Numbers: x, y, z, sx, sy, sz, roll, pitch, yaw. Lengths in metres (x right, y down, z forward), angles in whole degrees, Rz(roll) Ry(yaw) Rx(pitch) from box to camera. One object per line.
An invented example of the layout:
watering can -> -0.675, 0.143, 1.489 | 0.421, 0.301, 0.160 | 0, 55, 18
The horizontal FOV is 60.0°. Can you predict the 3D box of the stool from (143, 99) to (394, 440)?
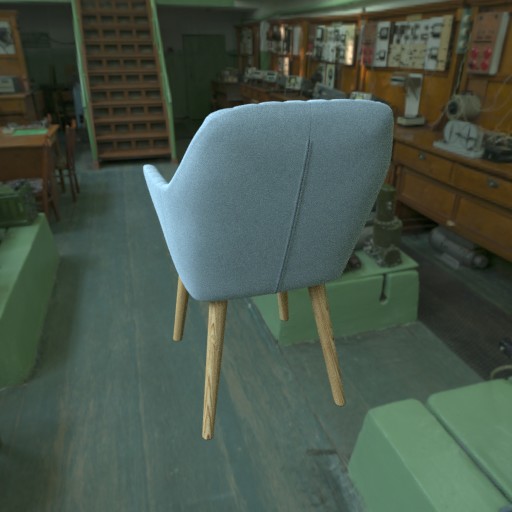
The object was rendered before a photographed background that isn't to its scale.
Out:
stool -> 0.000, 0.000, 1.161 | 0.503, 0.830, 0.590 | -8, 27, -16
